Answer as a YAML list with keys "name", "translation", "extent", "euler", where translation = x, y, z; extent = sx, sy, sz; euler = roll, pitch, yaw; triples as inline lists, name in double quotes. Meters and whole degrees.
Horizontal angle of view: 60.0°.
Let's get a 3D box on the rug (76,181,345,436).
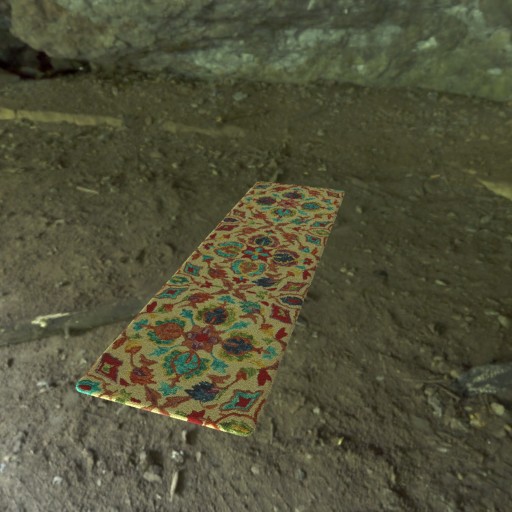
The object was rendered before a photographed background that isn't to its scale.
- name: "rug"
  translation: [0.000, 0.000, 2.468]
  extent: [0.693, 0.016, 2.273]
  euler: [9, 31, 15]
